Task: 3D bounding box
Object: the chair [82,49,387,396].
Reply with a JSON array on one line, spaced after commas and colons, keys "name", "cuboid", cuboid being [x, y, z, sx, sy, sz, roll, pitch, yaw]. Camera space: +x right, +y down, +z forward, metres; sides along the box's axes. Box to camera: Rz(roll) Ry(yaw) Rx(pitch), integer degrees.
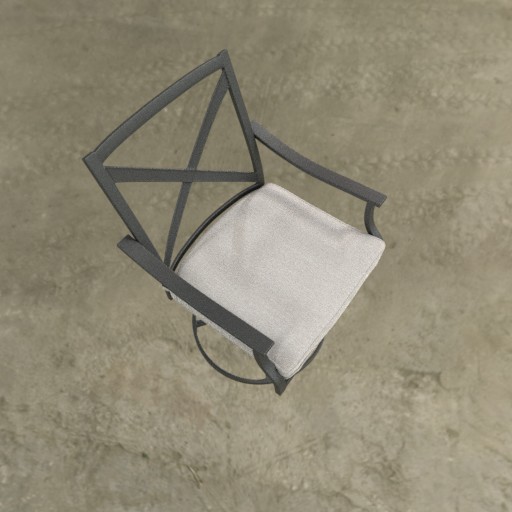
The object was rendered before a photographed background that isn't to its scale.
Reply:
[{"name": "chair", "cuboid": [0.000, 0.000, 1.352, 0.620, 0.889, 0.575, 33, 64, 18]}]
